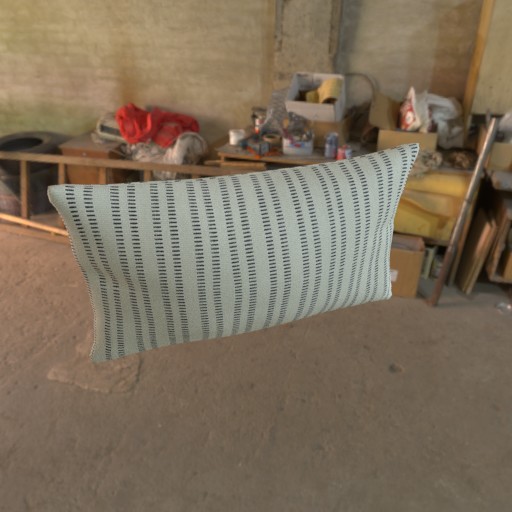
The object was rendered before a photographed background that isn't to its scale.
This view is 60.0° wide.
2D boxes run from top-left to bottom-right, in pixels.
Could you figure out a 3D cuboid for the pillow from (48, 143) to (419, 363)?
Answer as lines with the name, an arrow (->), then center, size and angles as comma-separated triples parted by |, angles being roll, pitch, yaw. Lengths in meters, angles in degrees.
pillow -> 0.000, 0.000, 0.807 | 0.640, 0.353, 0.210 | -10, 33, -16
